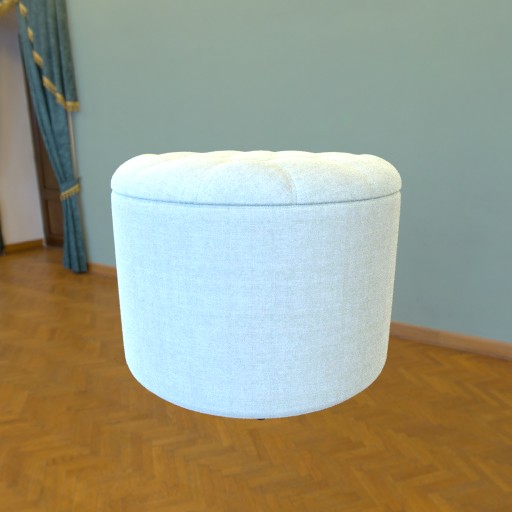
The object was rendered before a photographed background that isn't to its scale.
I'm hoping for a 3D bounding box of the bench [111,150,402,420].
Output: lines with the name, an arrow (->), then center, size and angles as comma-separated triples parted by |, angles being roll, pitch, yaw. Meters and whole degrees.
bench -> 0.000, 0.000, 0.998 | 0.600, 0.453, 0.600 | 0, 15, 0
